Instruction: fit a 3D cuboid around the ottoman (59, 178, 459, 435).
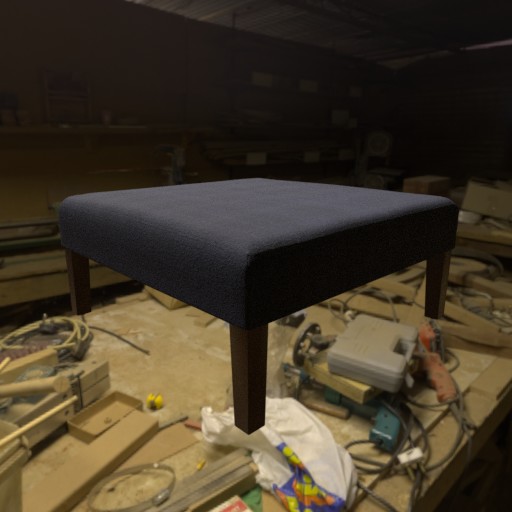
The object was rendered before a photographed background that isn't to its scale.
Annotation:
[{"bbox_3d":[0.000,0.000,1.411,0.889,0.411,0.890,-14,21,-42],"label":"ottoman"}]
